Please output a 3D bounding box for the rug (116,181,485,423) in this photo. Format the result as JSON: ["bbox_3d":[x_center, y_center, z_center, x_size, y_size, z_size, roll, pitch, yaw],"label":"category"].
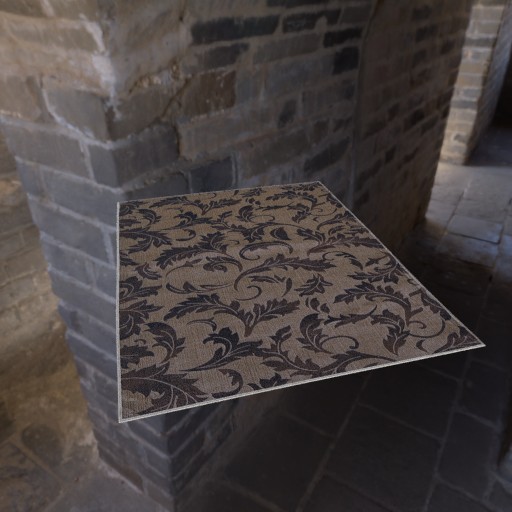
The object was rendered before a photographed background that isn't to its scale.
[{"bbox_3d":[0.000,0.000,3.912,2.380,0.008,2.977,-8,33,-13],"label":"rug"}]
